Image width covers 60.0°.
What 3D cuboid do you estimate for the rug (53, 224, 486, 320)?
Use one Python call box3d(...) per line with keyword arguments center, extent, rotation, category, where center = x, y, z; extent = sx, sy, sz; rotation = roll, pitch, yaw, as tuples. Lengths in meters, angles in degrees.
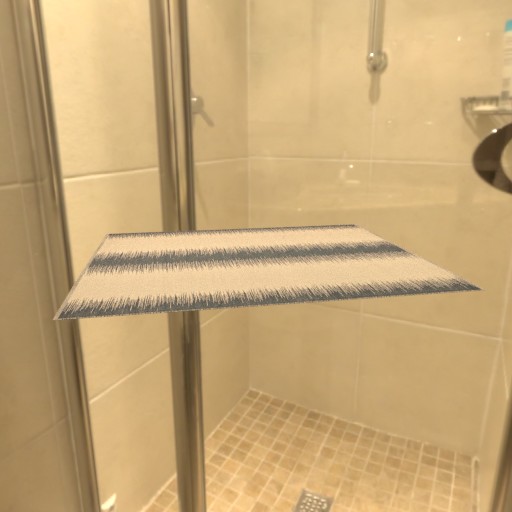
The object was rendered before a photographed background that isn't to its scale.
box3d(center=(0.000, 0.000, 4.174), extent=(3.037, 0.004, 2.453), rotation=(-3, 16, -10), category="rug")
